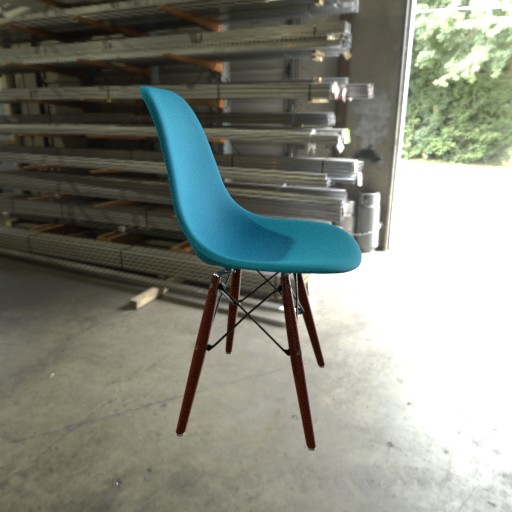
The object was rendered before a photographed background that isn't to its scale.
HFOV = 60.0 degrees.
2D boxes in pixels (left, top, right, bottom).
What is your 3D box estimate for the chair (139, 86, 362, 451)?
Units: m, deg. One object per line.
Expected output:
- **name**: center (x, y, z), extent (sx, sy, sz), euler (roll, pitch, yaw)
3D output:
- **chair**: center (0.000, 0.000, 1.150), extent (0.533, 0.826, 0.470), euler (3, 17, 11)
